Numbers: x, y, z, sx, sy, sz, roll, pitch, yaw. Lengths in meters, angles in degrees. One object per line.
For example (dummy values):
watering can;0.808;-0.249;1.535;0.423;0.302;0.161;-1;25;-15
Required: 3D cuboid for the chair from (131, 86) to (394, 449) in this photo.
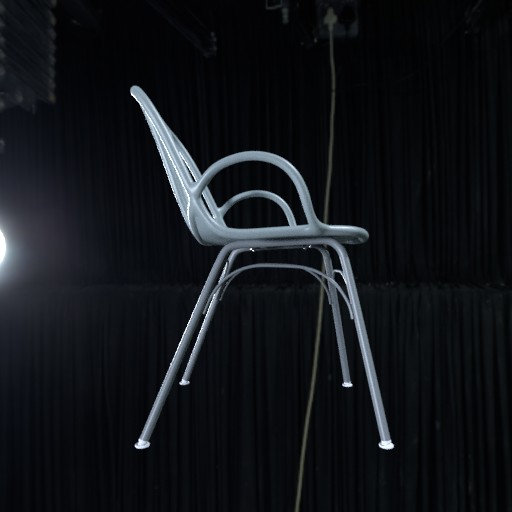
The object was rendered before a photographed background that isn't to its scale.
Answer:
chair;0.000;0.000;1.185;0.597;0.816;0.549;0;-1;1
